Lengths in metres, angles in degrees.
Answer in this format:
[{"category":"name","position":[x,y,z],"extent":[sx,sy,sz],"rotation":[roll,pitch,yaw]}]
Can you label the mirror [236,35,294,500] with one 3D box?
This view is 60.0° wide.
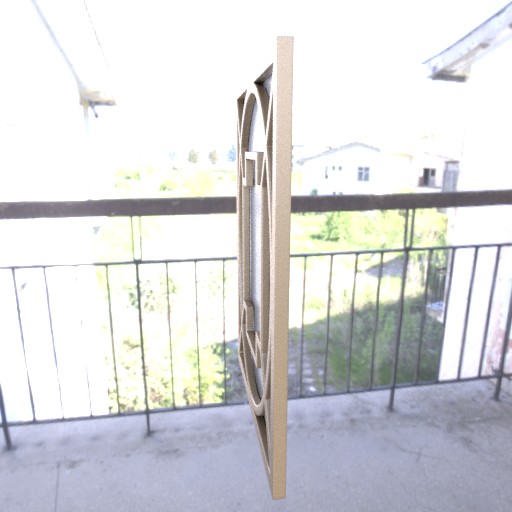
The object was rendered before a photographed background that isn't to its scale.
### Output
[{"category":"mirror","position":[0.000,0.000,1.308],"extent":[0.032,1.023,0.756],"rotation":[-2,14,-8]}]
